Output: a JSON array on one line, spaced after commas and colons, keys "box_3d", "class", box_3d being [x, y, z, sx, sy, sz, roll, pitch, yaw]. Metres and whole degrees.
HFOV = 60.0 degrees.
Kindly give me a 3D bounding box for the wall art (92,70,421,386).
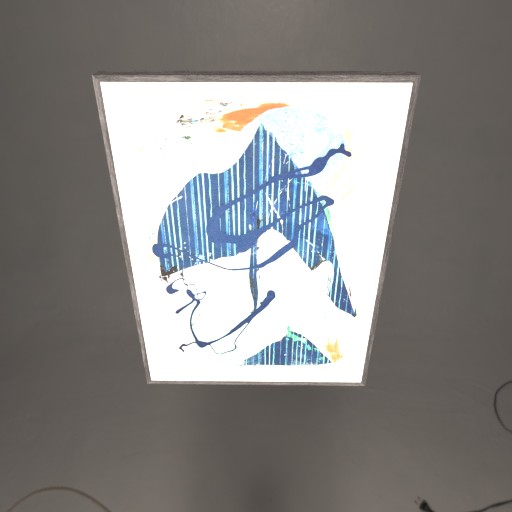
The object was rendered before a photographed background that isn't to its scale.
[{"box_3d": [0.000, 0.000, 1.315, 0.762, 1.016, 0.063, 0, 31, 1], "class": "wall art"}]
